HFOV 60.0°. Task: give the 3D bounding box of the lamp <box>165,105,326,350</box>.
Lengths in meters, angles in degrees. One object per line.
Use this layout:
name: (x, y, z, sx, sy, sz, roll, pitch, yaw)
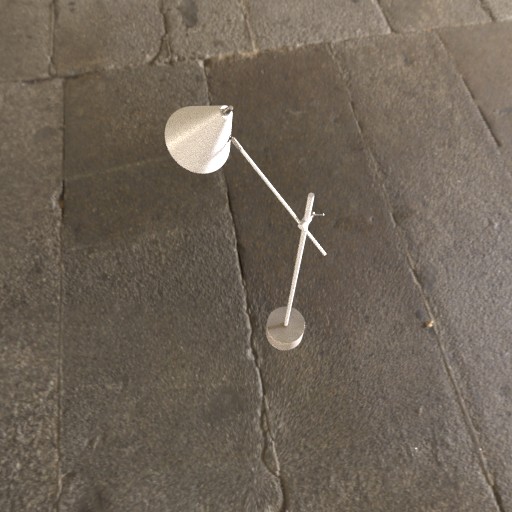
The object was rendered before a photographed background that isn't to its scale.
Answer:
lamp: (0.000, 0.000, 1.638, 0.508, 1.430, 0.223, 32, 68, 15)
